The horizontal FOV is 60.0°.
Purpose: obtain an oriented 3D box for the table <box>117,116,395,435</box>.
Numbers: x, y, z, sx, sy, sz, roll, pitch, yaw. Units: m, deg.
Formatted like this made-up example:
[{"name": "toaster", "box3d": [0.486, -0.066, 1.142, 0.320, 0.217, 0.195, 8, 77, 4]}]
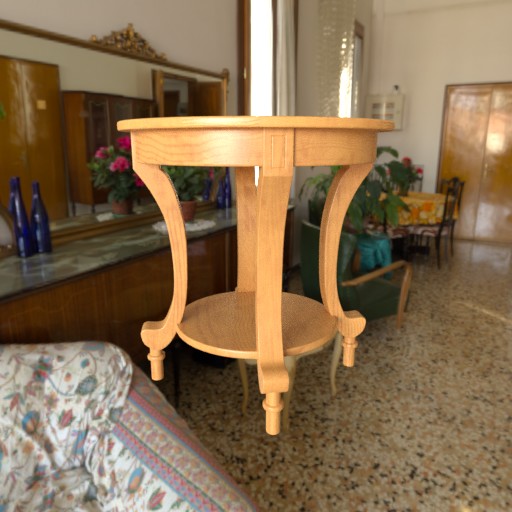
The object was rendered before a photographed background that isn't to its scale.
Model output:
[{"name": "table", "box3d": [0.000, 0.000, 1.069, 0.597, 0.612, 0.597, 0, 14, 0]}]
